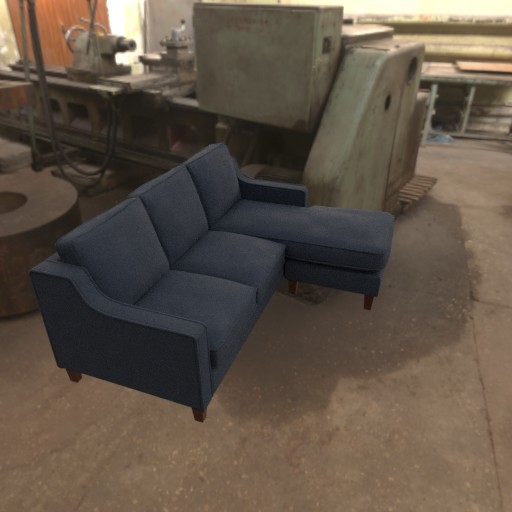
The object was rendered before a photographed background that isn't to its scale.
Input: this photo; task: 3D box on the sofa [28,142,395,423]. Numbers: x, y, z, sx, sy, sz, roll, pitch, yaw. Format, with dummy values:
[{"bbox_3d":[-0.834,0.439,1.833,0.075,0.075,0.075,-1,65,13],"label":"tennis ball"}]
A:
[{"bbox_3d":[0.000,0.000,3.293,1.858,1.066,2.317,10,31,18],"label":"sofa"}]
